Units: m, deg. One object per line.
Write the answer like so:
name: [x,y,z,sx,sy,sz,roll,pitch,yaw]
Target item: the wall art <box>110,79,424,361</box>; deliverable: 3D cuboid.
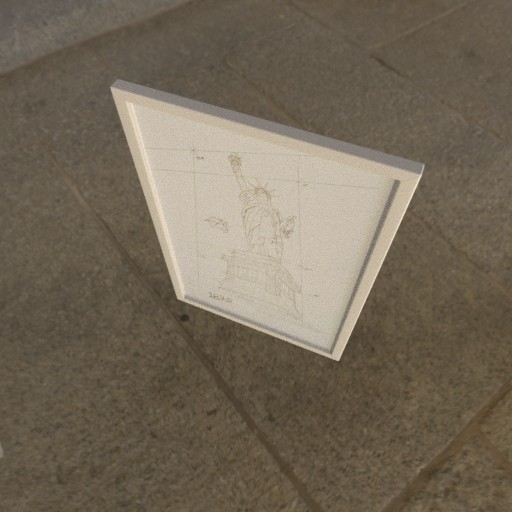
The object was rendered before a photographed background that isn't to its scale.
wall art: [0.000,0.000,1.077,0.556,0.813,0.026,19,59,12]
